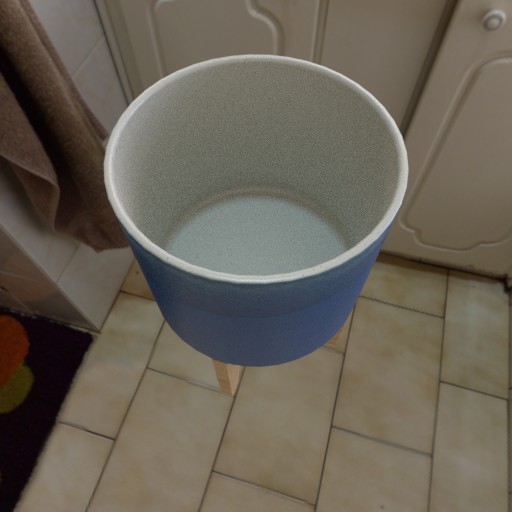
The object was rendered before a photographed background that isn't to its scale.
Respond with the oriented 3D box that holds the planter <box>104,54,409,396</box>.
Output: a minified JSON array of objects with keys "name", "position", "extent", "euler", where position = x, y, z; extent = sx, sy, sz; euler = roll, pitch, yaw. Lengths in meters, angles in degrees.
[{"name":"planter","position":[0.000,0.000,0.542],"extent":[0.261,0.367,0.261],"euler":[0,60,0]}]
